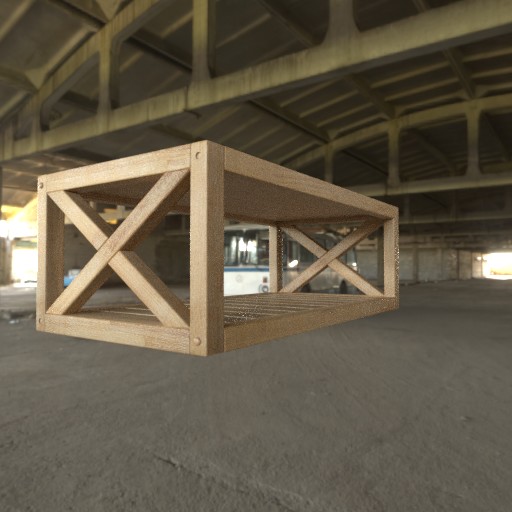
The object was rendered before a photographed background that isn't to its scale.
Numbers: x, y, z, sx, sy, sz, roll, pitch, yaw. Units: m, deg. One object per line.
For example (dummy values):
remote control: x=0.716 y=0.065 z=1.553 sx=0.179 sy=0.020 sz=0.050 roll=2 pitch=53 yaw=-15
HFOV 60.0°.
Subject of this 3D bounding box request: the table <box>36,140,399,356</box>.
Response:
table: x=0.000 y=0.000 z=1.651 sx=0.660 sy=0.457 sz=1.321 roll=-1 pitch=-2 yaw=35
